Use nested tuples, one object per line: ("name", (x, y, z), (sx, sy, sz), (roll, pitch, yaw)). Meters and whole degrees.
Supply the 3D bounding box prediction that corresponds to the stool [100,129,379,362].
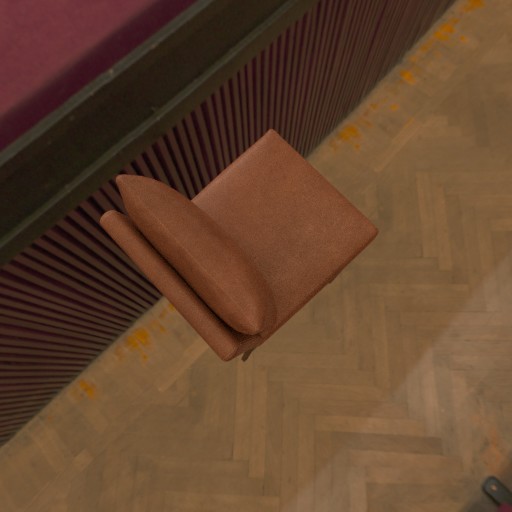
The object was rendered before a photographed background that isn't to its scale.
("stool", (0.000, 0.000, 1.463), (0.571, 1.124, 0.463), (-42, 80, -10))
